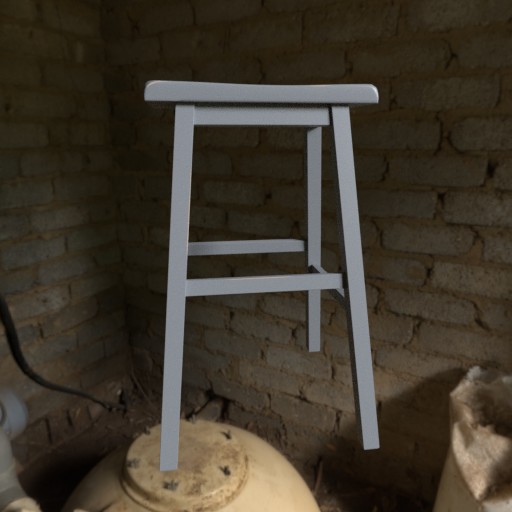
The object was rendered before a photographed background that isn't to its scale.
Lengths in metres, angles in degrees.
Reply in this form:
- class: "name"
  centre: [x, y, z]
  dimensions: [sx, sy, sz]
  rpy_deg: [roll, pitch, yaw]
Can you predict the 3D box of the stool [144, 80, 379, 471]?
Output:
- class: "stool"
  centre: [0.000, 0.000, 1.037]
  dimensions: [0.457, 0.737, 0.476]
  rpy_deg: [-2, 15, -8]
